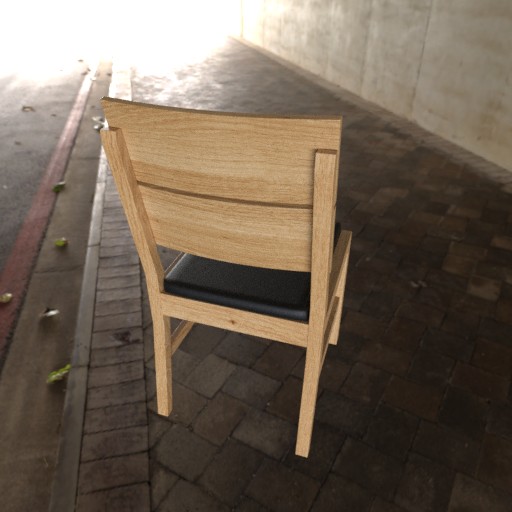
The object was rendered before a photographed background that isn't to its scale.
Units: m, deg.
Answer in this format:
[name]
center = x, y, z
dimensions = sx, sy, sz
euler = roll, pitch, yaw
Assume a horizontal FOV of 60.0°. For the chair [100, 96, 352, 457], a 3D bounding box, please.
[chair]
center = 0.000, 0.000, 1.271
dimensions = 0.475, 0.950, 0.569
euler = 10, 33, 16
